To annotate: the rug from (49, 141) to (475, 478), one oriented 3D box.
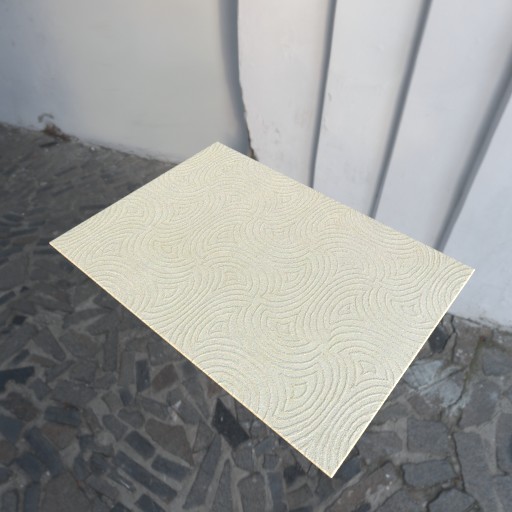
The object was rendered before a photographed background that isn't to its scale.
[{"bbox_3d":[0.000,0.000,2.720,2.132,0.015,1.526,32,54,26],"label":"rug"}]
